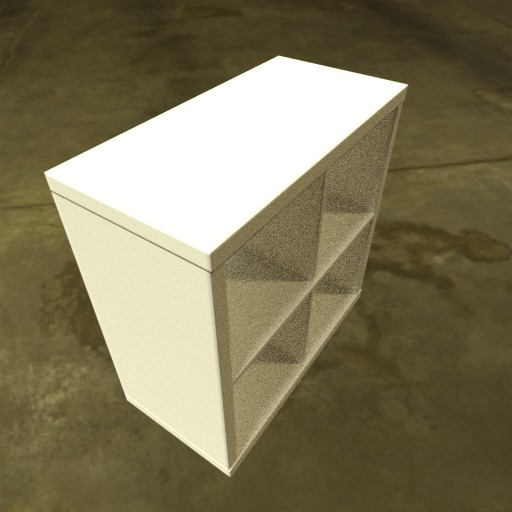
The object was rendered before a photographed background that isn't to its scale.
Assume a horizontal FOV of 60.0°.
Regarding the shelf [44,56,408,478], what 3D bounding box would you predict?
[{"bbox_3d":[0.000,0.000,1.228,0.390,0.786,0.790,25,47,25],"label":"shelf"}]
